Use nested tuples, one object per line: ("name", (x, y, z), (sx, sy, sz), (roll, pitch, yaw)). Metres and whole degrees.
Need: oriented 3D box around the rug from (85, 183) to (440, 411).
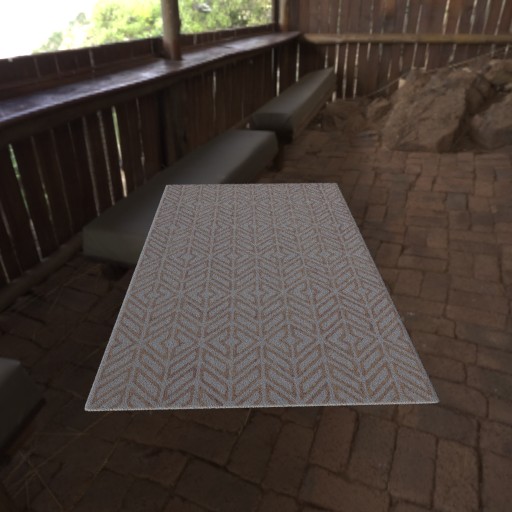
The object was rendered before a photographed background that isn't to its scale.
("rug", (0.000, 0.000, 2.921), (1.523, 0.008, 2.438), (-1, 32, -1))
